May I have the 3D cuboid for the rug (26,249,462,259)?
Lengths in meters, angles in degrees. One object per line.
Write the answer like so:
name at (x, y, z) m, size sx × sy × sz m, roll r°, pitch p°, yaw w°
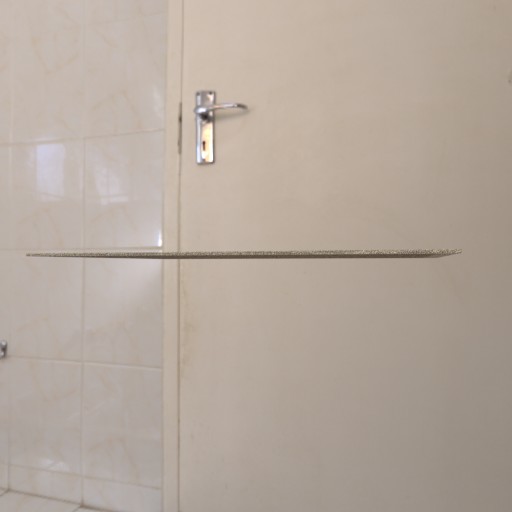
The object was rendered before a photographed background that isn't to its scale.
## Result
rug at (0.000, 0.000, 2.908) m, size 2.297 × 0.018 × 1.532 m, roll 0°, pitch -1°, yaw 18°
